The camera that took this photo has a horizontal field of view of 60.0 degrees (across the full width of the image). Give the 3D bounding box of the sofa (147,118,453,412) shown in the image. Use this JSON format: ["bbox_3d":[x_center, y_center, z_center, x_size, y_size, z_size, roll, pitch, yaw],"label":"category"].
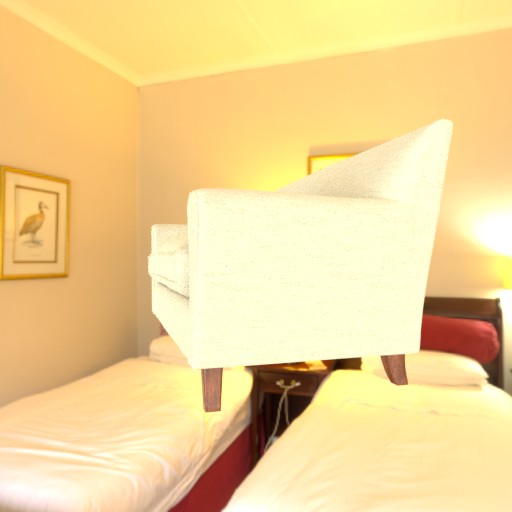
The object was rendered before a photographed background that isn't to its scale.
[{"bbox_3d":[0.000,0.000,2.005,0.891,0.892,1.482,0,0,-18],"label":"sofa"}]
